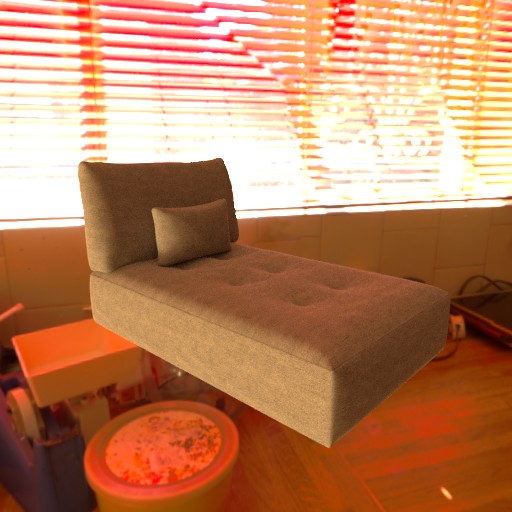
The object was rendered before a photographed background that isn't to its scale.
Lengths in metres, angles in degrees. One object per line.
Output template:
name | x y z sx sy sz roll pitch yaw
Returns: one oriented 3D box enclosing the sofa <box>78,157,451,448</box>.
sofa | 0.000 0.000 1.982 1.450 0.820 0.930 13 19 41
